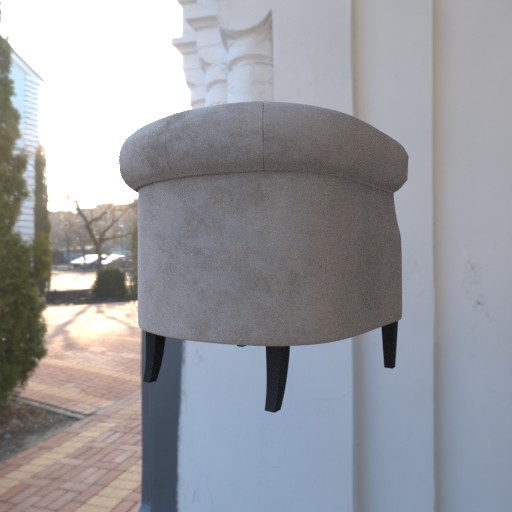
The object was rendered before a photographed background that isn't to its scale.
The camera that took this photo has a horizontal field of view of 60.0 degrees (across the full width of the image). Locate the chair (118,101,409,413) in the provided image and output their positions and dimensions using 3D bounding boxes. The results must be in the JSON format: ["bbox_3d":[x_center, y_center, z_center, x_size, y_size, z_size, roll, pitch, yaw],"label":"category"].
[{"bbox_3d":[0.000,0.000,1.541,0.904,0.826,0.851,0,0,35],"label":"chair"}]
